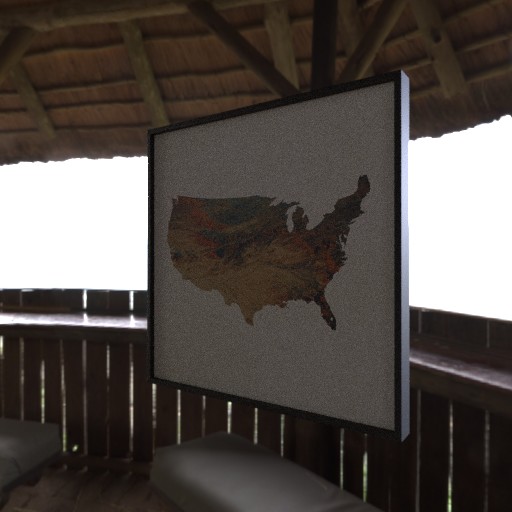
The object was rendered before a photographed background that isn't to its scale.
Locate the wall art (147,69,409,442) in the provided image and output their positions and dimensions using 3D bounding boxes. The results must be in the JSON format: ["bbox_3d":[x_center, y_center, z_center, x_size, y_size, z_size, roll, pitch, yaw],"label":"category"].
[{"bbox_3d":[0.000,0.000,0.762,0.507,0.507,0.038,0,0,35],"label":"wall art"}]
